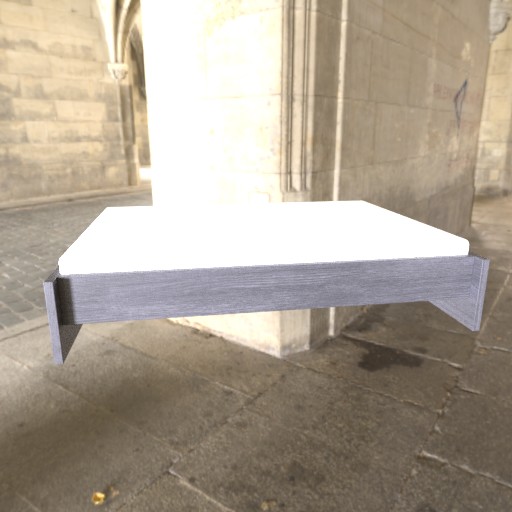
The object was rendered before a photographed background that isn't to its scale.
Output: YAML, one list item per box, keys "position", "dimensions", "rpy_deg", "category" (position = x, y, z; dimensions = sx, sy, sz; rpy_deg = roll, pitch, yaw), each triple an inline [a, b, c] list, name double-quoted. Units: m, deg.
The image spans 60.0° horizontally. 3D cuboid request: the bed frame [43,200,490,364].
- position: [0.000, 0.000, 2.645]
  dimensions: [1.950, 0.432, 1.490]
  rpy_deg: [-3, 16, -9]
  category: "bed frame"
